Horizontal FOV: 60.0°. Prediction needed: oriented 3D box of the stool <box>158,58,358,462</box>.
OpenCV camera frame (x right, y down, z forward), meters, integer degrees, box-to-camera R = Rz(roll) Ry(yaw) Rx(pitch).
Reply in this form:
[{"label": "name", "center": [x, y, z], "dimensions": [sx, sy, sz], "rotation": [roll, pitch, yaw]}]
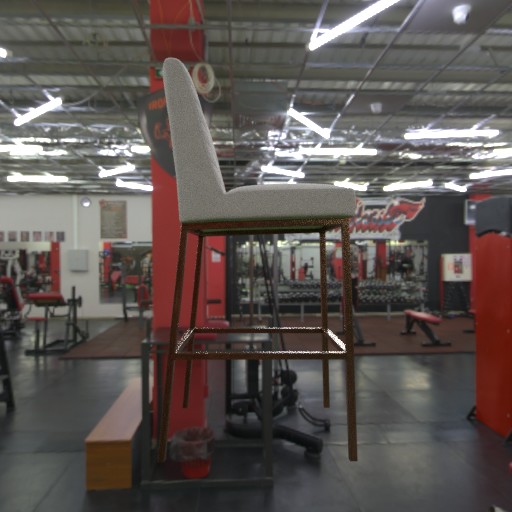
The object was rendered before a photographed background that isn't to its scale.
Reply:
[{"label": "stool", "center": [0.000, 0.000, 1.385], "dimensions": [0.546, 1.084, 0.462], "rotation": [0, 0, -1]}]
